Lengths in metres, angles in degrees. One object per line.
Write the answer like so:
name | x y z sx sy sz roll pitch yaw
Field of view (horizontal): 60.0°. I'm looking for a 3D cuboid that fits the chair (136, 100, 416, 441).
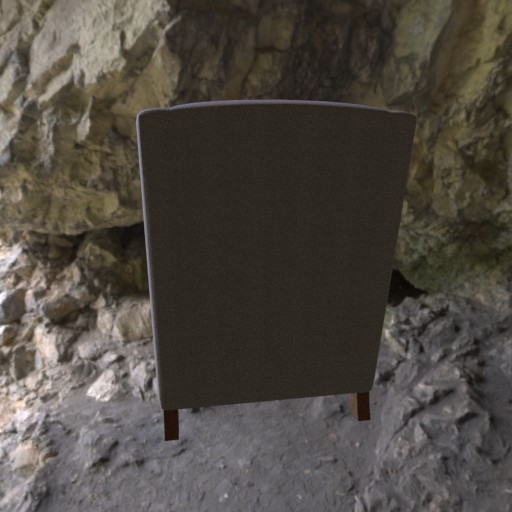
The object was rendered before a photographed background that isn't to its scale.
chair | 0.000 0.000 1.623 0.715 1.017 0.890 -2 15 -9
